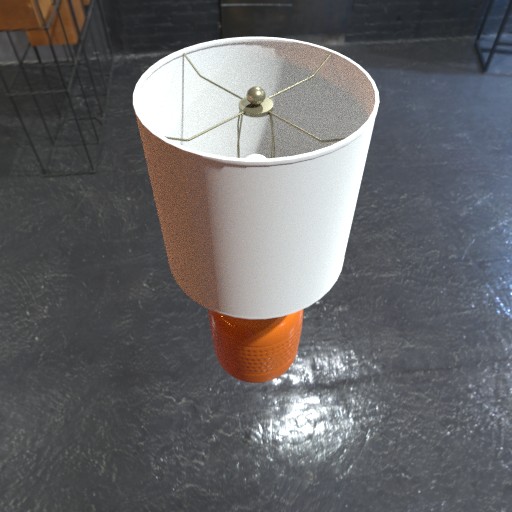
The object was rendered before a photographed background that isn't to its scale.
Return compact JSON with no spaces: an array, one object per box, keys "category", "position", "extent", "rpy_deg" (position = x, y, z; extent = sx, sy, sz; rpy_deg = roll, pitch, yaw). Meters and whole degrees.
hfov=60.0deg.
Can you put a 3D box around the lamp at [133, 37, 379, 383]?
[{"category":"lamp","position":[0.000,0.000,1.087],"extent":[0.418,0.871,0.418],"rpy_deg":[-4,49,-4]}]
